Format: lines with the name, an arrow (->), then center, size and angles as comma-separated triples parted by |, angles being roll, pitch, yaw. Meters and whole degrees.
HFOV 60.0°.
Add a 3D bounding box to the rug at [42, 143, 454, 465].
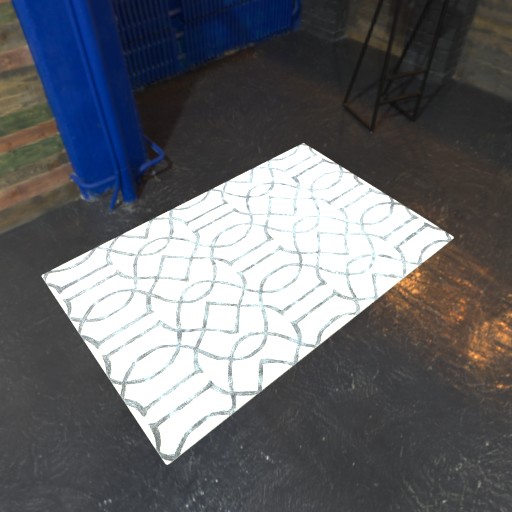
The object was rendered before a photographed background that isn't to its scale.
rug -> 0.000, 0.000, 2.997 | 2.365, 0.017, 1.521 | -32, 55, -26
